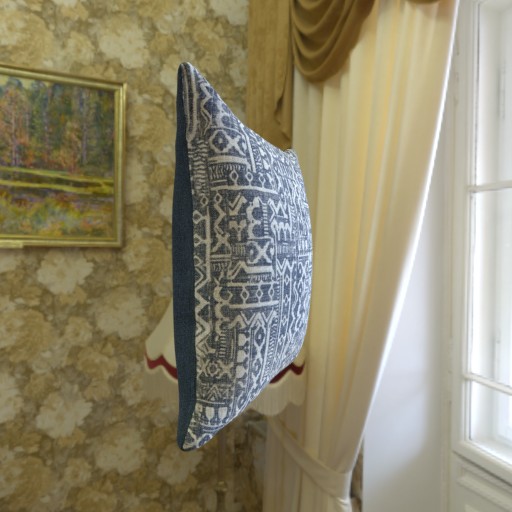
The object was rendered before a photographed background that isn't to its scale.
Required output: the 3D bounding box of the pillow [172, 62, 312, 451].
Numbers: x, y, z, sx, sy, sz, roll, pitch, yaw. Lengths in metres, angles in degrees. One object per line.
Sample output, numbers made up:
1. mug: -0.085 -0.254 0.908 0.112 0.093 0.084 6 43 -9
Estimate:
1. pillow: 0.000 0.000 0.795 0.180 0.487 0.546 0 1 19
